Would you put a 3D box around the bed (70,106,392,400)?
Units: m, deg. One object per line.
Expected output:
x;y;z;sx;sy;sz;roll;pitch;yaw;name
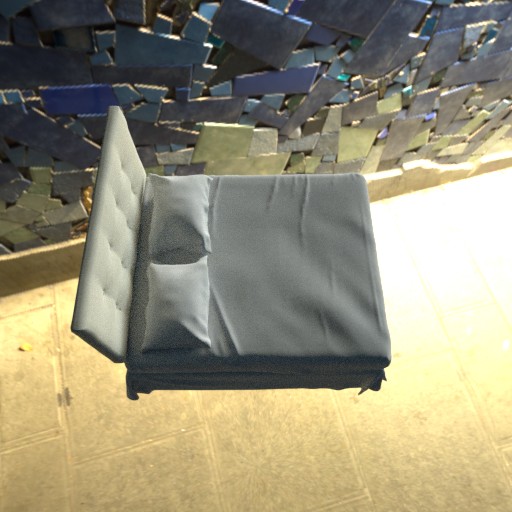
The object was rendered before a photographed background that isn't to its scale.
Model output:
0.000;0.000;3.461;2.222;1.577;1.936;-1;65;0;bed
